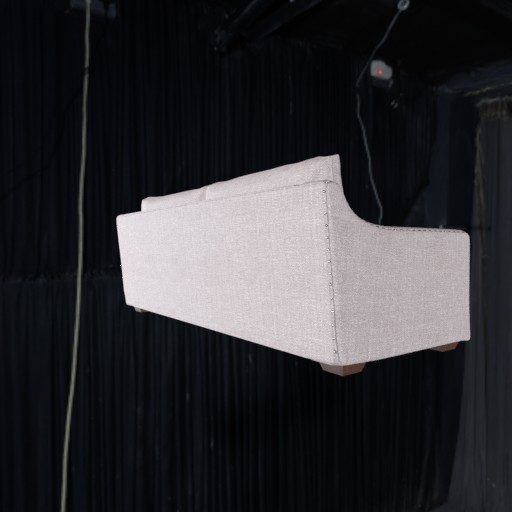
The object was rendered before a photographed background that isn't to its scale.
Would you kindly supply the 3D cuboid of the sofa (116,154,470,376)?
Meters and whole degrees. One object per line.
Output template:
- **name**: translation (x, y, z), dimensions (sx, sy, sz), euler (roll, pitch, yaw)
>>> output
- **sofa**: translation (0.000, 0.000, 2.719), dimensions (1.000, 0.857, 2.208), euler (-1, 1, -36)
